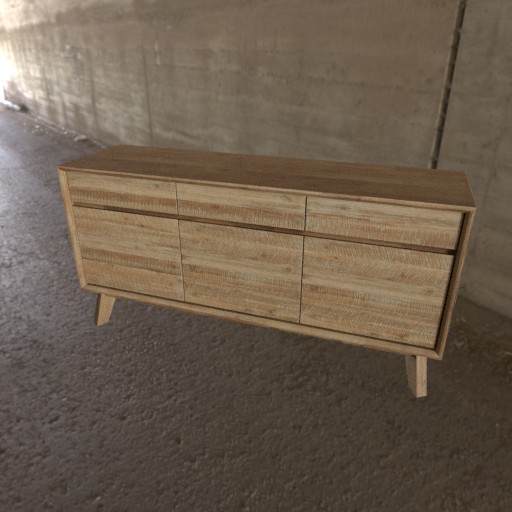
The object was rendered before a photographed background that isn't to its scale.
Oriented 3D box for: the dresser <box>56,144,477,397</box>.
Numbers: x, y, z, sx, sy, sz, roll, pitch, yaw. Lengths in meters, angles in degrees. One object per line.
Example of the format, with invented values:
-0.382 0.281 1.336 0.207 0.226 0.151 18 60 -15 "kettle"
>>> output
0.000 0.000 1.971 1.602 0.788 0.455 8 27 17 "dresser"
